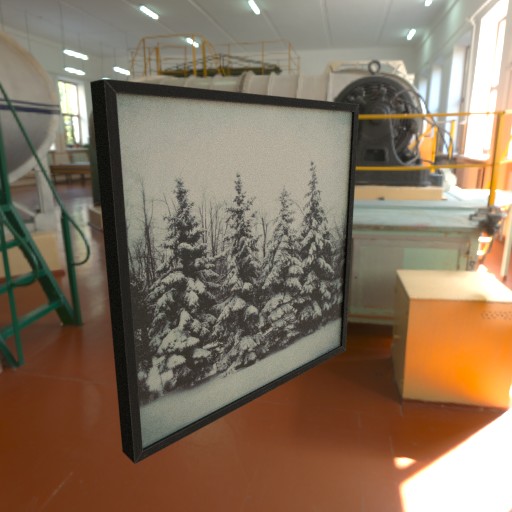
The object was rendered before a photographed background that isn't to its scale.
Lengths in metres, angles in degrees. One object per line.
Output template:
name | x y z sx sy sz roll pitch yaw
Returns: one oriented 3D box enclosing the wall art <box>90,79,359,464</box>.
wall art | 0.000 0.000 0.740 0.506 0.506 0.036 -13 20 -42
